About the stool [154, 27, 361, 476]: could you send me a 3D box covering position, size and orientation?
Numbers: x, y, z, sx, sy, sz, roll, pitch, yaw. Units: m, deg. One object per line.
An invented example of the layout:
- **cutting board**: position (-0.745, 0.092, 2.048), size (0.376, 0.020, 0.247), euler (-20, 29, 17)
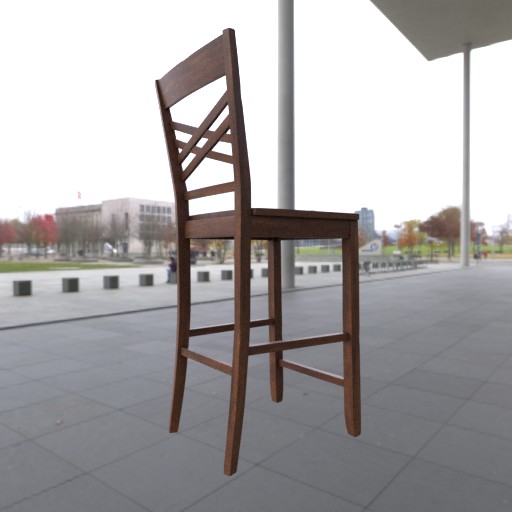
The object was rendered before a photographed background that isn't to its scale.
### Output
- **stool**: position (0.000, 0.000, 1.367), size (0.504, 1.098, 0.426), euler (-1, 1, -37)
